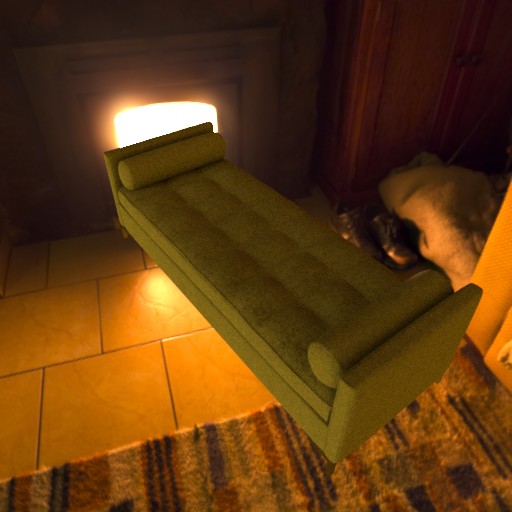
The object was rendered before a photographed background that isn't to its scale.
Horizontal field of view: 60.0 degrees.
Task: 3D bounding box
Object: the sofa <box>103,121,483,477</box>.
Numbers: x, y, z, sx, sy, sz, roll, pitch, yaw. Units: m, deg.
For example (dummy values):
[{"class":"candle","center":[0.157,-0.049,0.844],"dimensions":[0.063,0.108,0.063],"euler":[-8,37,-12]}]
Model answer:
[{"class":"sofa","center":[0.000,0.000,2.456],"dimensions":[0.797,0.657,2.102],"euler":[-26,47,-27]}]
